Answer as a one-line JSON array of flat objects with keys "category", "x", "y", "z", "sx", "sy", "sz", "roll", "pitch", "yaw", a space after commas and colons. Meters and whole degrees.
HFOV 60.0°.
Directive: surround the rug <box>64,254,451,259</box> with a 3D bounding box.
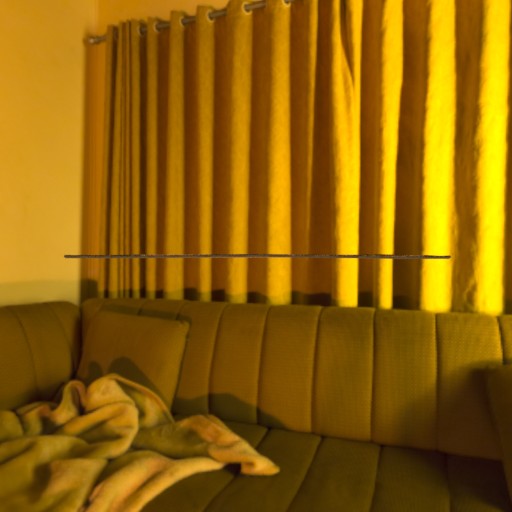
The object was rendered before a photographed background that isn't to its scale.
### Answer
[{"category": "rug", "x": 0.000, "y": 0.000, "z": 2.187, "sx": 1.145, "sy": 0.021, "sz": 1.777, "roll": 0, "pitch": 0, "yaw": 0}]
